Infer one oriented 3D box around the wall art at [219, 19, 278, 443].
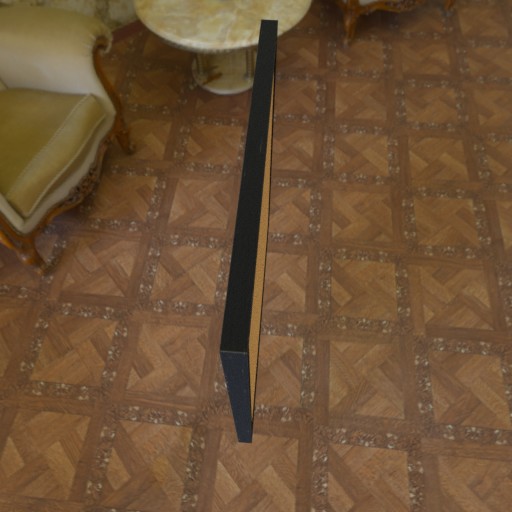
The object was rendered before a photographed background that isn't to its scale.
[{"bbox_3d":[0.000,0.000,1.107,0.037,0.761,0.761,4,59,2],"label":"wall art"}]
